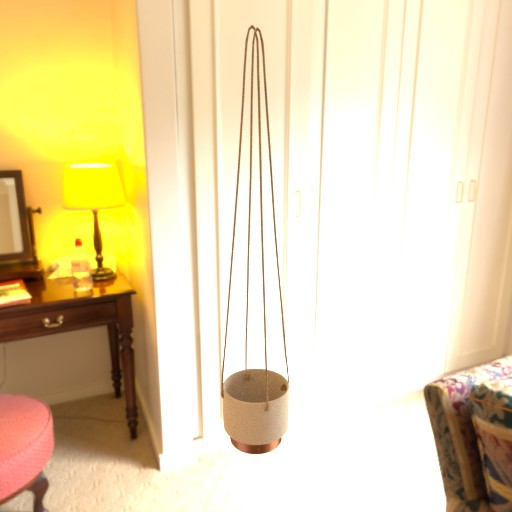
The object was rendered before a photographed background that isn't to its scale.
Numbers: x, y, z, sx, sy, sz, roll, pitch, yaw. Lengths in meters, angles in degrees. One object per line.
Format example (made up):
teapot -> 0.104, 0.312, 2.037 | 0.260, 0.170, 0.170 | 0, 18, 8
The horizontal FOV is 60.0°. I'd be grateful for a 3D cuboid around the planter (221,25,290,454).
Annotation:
planter -> 0.000, 0.000, 0.891 | 0.146, 0.841, 0.146 | 7, 16, 27
